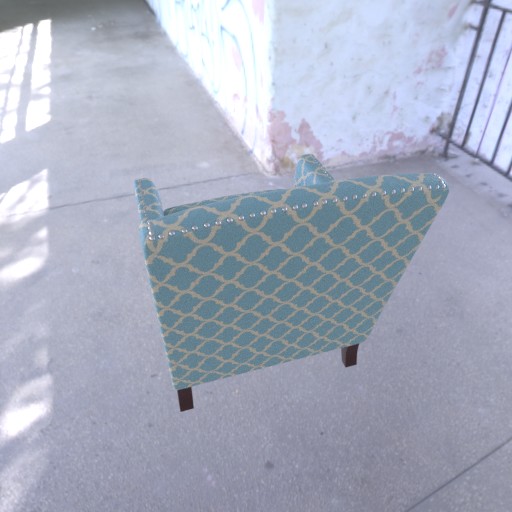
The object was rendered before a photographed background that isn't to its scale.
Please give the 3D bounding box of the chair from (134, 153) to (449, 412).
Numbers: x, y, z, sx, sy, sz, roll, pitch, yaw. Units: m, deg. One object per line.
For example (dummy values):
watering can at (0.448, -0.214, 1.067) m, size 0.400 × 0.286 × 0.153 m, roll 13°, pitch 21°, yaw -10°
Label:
chair at (0.000, 0.000, 1.312) m, size 0.617 × 0.817 × 0.686 m, roll -11°, pitch 41°, yaw -13°
